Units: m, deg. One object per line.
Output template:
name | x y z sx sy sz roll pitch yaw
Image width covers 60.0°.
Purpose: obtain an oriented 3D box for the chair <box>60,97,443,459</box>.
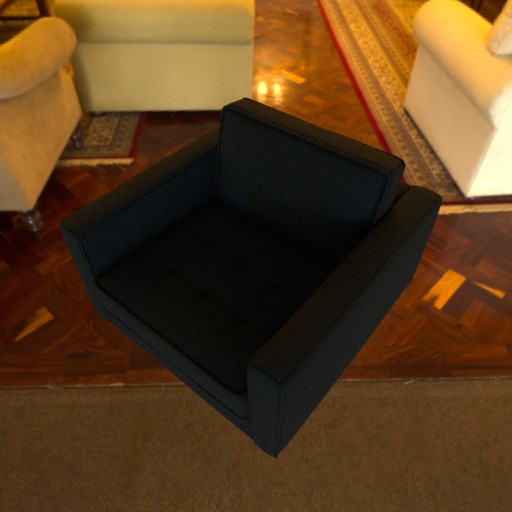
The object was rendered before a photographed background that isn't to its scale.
chair | 0.000 0.000 1.562 0.899 0.770 0.920 31 53 26
